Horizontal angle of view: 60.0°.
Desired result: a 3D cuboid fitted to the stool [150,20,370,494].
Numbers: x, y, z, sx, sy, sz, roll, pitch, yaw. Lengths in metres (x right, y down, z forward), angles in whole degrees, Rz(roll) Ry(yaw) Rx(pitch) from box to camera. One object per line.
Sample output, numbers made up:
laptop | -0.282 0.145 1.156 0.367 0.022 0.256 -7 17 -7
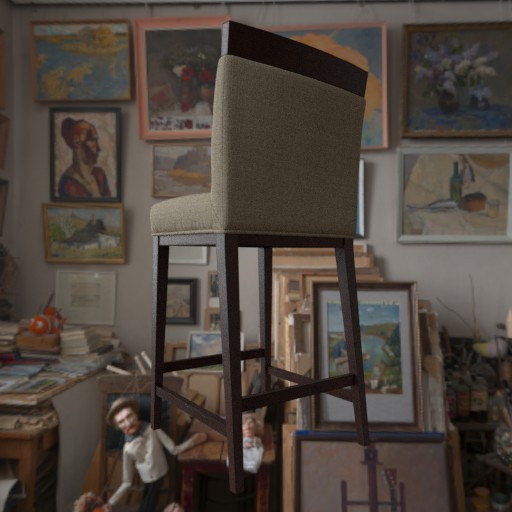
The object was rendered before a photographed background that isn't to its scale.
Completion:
stool | 0.000 0.000 1.244 0.463 1.011 0.480 0 -1 -36
